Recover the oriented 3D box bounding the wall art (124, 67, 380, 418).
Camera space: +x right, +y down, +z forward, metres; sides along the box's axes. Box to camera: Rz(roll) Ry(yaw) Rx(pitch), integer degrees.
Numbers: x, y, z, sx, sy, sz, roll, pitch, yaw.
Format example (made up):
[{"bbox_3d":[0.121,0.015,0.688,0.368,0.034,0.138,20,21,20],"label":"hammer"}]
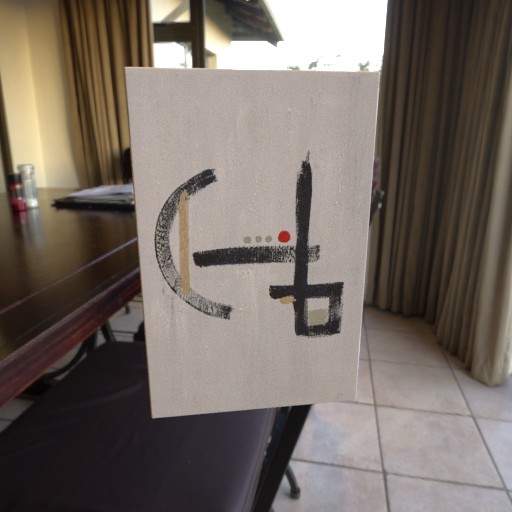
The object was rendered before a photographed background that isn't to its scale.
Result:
[{"bbox_3d":[0.000,0.000,1.176,0.602,0.916,0.048,-2,17,-8],"label":"wall art"}]
